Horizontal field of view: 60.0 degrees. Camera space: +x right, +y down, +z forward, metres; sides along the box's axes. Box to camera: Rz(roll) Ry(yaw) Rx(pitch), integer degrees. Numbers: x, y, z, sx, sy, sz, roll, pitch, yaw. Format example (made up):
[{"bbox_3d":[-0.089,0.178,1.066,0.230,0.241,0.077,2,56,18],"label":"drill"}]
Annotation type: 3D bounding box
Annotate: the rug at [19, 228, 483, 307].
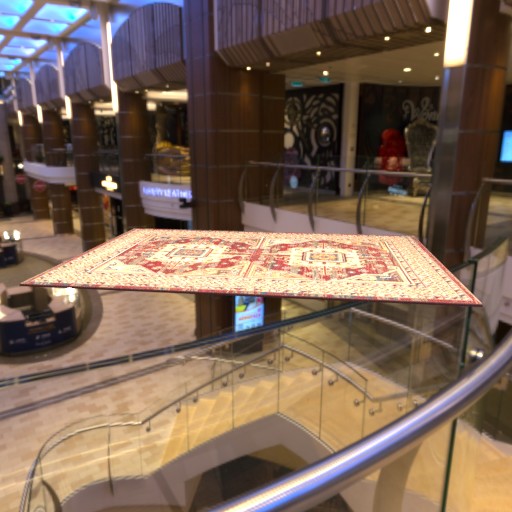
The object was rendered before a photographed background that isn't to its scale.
[{"bbox_3d":[0.000,0.000,5.786,4.578,0.033,3.033,2,15,7],"label":"rug"}]
